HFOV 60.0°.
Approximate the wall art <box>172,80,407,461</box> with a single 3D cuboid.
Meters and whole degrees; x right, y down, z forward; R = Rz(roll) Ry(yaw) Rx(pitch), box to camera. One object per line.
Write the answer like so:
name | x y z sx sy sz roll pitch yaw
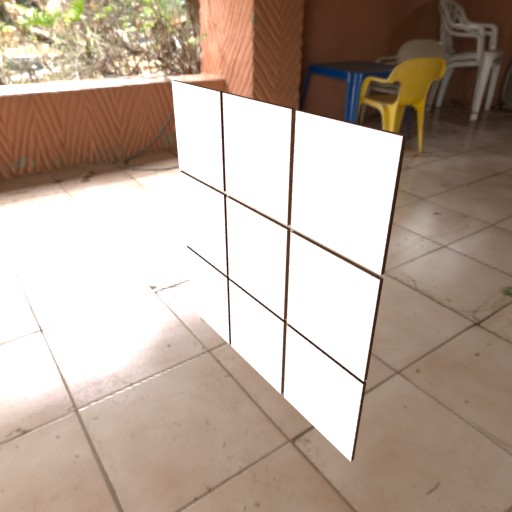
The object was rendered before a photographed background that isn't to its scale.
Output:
wall art | 0.000 0.000 1.849 0.017 1.246 1.256 -20 35 -31
